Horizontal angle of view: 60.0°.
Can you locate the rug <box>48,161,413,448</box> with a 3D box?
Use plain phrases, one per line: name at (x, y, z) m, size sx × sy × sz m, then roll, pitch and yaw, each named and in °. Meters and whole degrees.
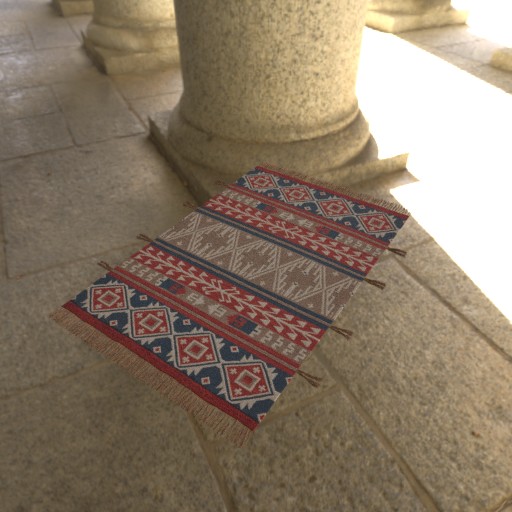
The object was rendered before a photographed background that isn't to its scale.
rug at (0.000, 0.000, 3.184) m, size 1.778 × 0.048 × 2.450 m, roll 24°, pitch 46°, yaw 26°
